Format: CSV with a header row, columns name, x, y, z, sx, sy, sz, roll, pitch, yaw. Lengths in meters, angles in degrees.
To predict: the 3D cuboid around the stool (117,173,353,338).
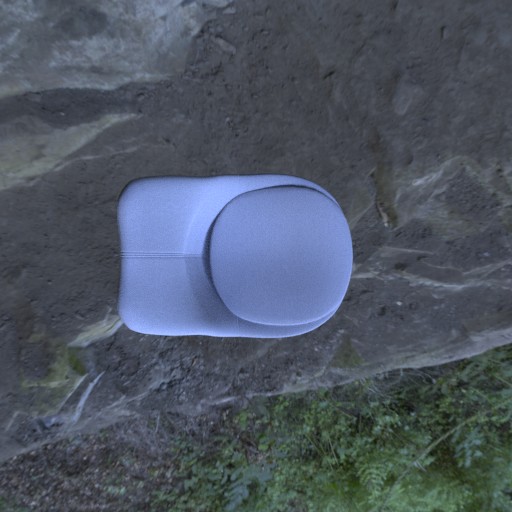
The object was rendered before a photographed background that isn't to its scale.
name,x,y,z,sx,sy,sz,roll,pitch,yaw
stool,0.000,0.000,1.415,0.550,1.115,0.484,0,90,0
